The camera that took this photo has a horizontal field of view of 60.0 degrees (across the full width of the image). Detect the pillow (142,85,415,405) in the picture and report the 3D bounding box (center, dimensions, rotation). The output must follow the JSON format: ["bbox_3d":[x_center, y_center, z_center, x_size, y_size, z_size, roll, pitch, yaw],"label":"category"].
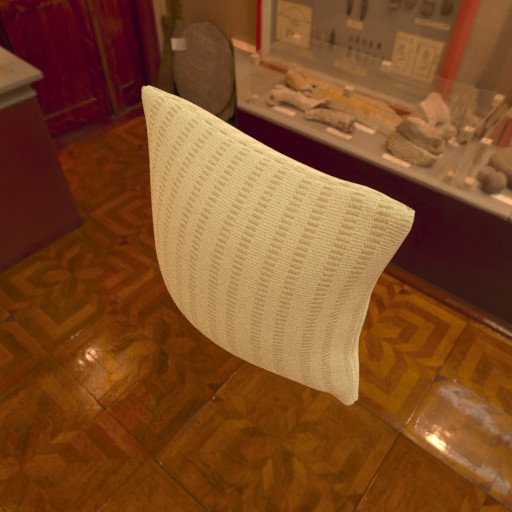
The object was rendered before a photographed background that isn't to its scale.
[{"bbox_3d":[0.000,0.000,0.690,0.438,0.419,0.247,33,54,28],"label":"pillow"}]
